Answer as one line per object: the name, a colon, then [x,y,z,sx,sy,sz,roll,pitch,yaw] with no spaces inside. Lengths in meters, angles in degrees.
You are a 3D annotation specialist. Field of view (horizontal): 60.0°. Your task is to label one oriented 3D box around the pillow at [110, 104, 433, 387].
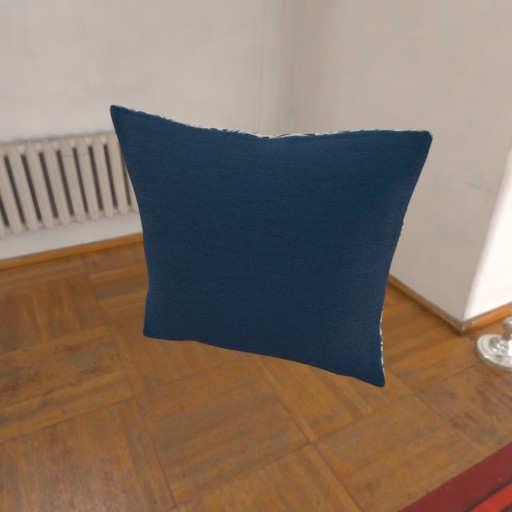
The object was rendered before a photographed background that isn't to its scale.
pillow: [0.000,0.000,0.676,0.440,0.420,0.145,9,31,15]
